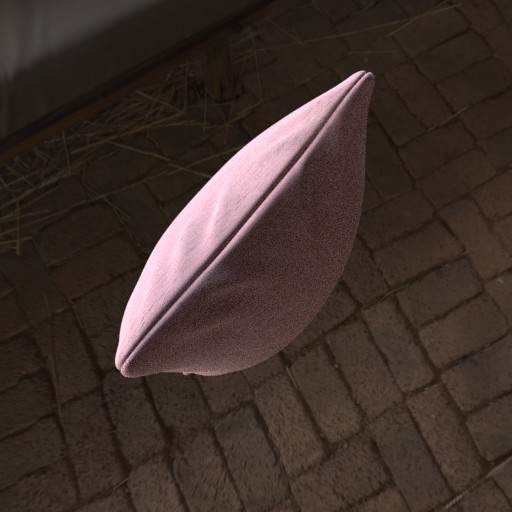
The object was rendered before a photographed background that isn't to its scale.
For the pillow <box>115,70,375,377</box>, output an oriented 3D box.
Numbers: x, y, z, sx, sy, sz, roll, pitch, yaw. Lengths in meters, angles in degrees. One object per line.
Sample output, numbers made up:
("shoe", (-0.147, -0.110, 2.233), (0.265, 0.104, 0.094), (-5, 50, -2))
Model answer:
("pillow", (0.000, 0.000, 0.662), (0.246, 0.415, 0.432), (37, 78, 9))
